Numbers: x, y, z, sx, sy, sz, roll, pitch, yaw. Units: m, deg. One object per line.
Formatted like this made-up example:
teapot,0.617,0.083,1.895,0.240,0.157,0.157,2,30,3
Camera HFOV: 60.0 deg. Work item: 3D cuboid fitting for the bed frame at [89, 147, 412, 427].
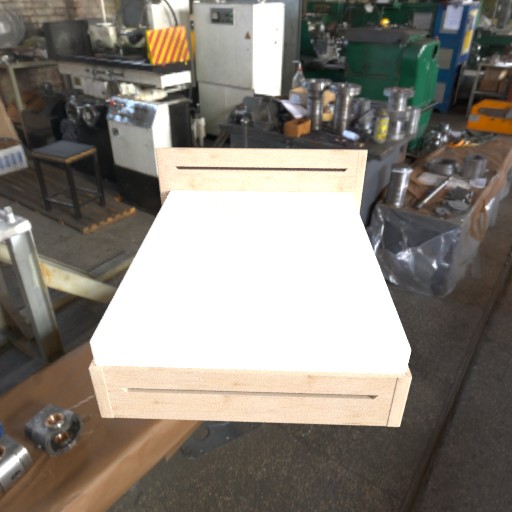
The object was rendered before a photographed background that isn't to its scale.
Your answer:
bed frame,0.000,0.000,3.103,1.800,0.900,2.080,1,30,2
